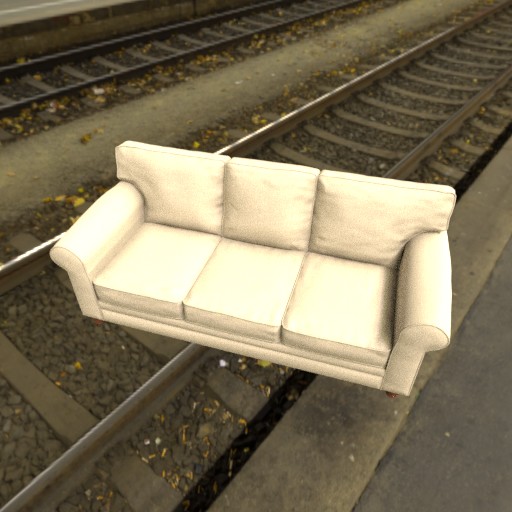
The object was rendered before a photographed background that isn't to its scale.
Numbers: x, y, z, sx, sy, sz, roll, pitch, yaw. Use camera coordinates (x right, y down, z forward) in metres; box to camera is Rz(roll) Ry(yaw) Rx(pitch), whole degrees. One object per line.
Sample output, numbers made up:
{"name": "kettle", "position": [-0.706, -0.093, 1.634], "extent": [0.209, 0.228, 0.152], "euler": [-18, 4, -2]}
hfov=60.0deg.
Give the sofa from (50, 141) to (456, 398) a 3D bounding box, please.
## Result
{"name": "sofa", "position": [0.000, 0.000, 2.633], "extent": [2.118, 0.889, 0.998], "euler": [11, 40, 13]}
